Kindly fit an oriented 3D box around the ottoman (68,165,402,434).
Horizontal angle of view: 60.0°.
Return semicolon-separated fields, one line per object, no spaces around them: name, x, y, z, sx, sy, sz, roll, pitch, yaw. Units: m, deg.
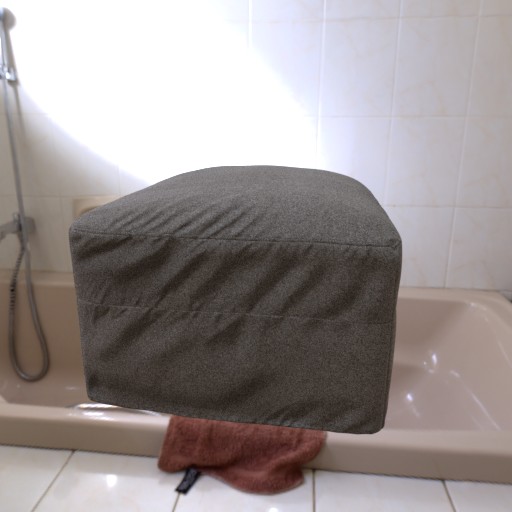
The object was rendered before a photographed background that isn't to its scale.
ottoman;0.000;0.000;1.240;0.683;0.481;0.837;2;16;8
